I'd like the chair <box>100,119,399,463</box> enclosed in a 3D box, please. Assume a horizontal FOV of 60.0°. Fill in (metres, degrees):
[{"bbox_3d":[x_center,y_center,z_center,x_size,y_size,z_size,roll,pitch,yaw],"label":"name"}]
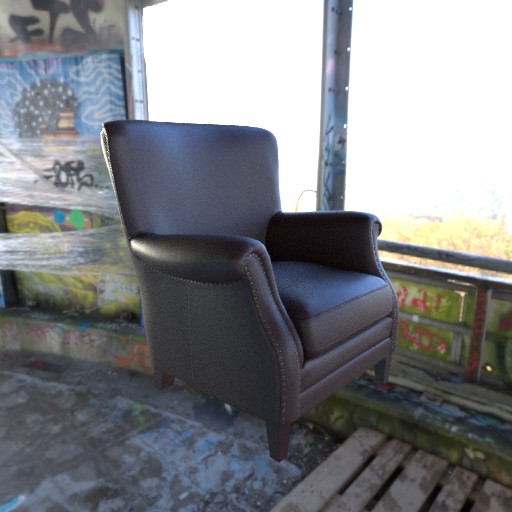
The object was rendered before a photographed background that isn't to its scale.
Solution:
[{"bbox_3d":[0.000,0.000,1.343,0.746,0.800,0.700,13,19,42],"label":"chair"}]
